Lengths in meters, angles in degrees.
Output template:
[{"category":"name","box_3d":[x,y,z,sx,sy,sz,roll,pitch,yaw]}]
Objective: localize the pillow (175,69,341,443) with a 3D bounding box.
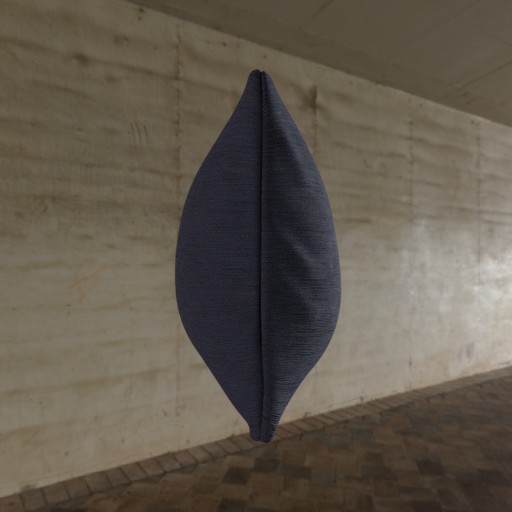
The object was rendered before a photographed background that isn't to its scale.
[{"category":"pillow","box_3d":[0.000,0.000,0.694,0.246,0.414,0.432,0,0,-1]}]
